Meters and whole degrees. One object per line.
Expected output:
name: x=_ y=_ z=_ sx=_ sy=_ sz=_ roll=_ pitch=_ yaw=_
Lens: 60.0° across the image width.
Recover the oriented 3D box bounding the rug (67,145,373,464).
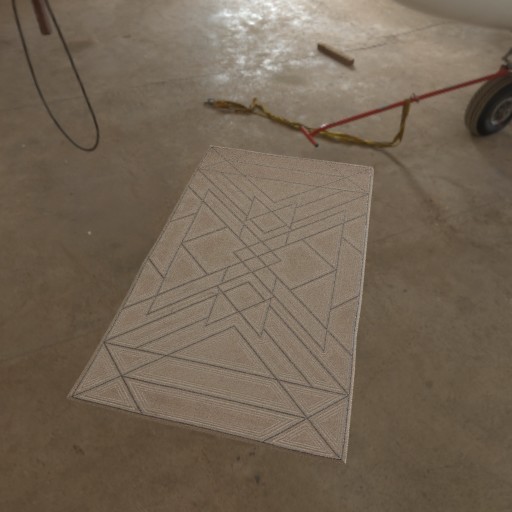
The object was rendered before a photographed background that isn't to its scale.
rug: x=0.000 y=0.000 z=1.063 sx=0.511 sy=0.008 sz=0.869 roll=10 pitch=47 yaw=9
